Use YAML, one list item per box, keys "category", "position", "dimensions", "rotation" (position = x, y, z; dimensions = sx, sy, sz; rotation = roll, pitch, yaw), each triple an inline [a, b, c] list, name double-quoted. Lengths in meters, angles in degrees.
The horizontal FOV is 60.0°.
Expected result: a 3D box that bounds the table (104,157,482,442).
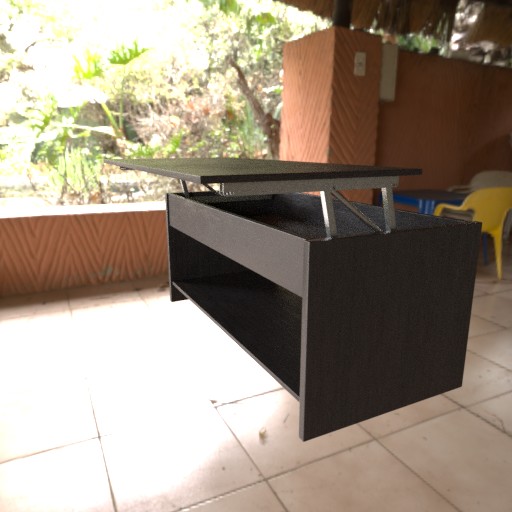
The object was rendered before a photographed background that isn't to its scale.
- category: "table"
  position: [0.000, 0.000, 1.375]
  dimensions: [0.712, 0.570, 1.000]
  rotation: [-7, 16, -26]
